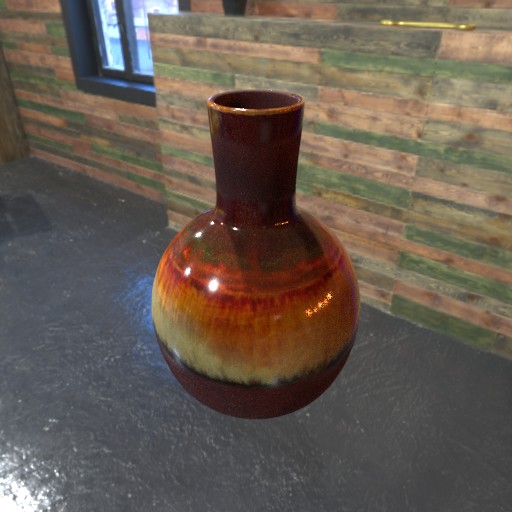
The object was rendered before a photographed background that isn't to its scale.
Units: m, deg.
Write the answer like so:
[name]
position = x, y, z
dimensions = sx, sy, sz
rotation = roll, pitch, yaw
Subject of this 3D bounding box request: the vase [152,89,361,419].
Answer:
[vase]
position = 0.000, 0.000, 0.226
dimensions = 0.111, 0.154, 0.111
rotation = 0, 31, 0
